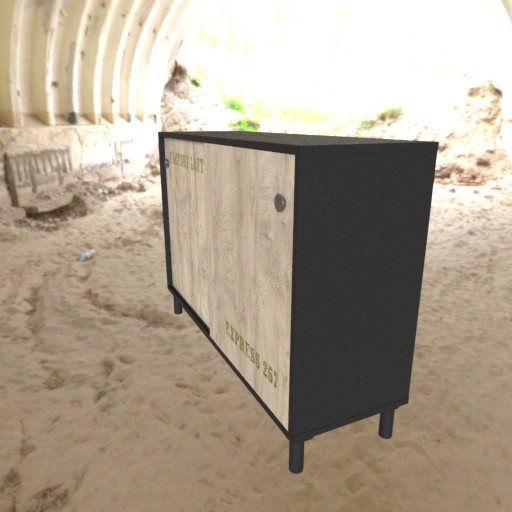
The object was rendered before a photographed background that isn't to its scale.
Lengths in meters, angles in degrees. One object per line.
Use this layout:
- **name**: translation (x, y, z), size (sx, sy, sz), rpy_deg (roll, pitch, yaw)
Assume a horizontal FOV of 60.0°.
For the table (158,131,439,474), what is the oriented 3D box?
- **table**: translation (0.000, 0.000, 1.626), size (0.400, 0.855, 1.200), rpy_deg (-8, 19, -25)
